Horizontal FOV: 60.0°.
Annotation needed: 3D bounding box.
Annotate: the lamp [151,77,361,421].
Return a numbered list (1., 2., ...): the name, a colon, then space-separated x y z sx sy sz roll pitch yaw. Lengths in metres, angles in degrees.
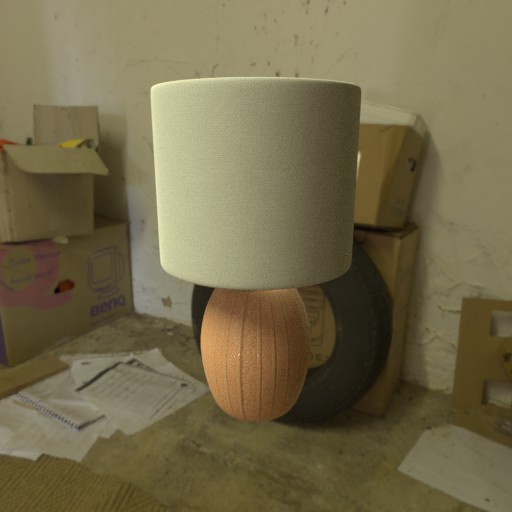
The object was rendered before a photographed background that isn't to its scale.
1. lamp: 0.000 0.000 0.778 0.329 0.570 0.329 0 15 0
